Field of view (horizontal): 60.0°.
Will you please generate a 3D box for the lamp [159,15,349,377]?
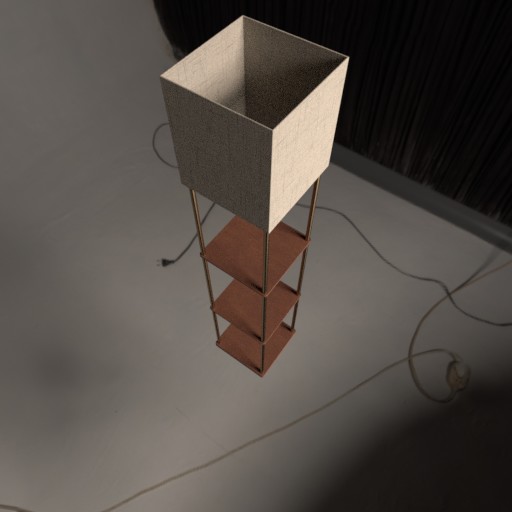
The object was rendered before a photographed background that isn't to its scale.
[{"bbox_3d":[0.000,0.000,1.660,0.308,1.569,0.310,31,62,19],"label":"lamp"}]
